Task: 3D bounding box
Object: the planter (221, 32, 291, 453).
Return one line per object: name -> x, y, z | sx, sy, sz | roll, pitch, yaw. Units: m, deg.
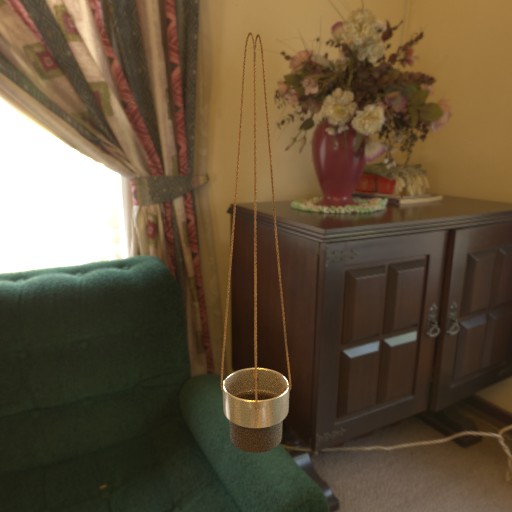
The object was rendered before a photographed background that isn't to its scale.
planter -> 0.000, 0.000, 1.163 | 0.187, 1.073, 0.187 | 13, 18, 43
